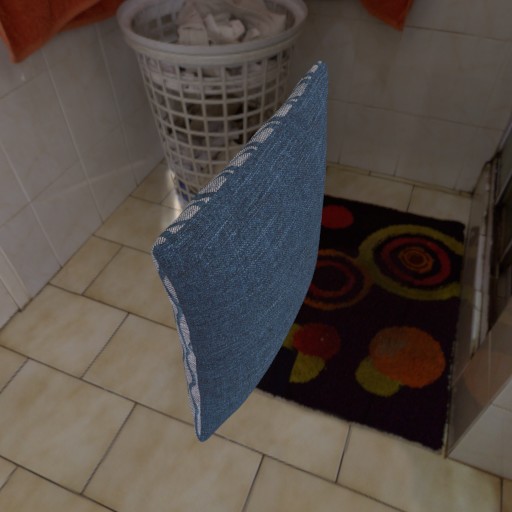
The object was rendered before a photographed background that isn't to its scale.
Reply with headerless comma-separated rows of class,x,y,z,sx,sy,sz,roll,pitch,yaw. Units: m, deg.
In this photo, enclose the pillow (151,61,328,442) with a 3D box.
pillow,0.000,0.000,0.672,0.159,0.435,0.435,18,50,16
